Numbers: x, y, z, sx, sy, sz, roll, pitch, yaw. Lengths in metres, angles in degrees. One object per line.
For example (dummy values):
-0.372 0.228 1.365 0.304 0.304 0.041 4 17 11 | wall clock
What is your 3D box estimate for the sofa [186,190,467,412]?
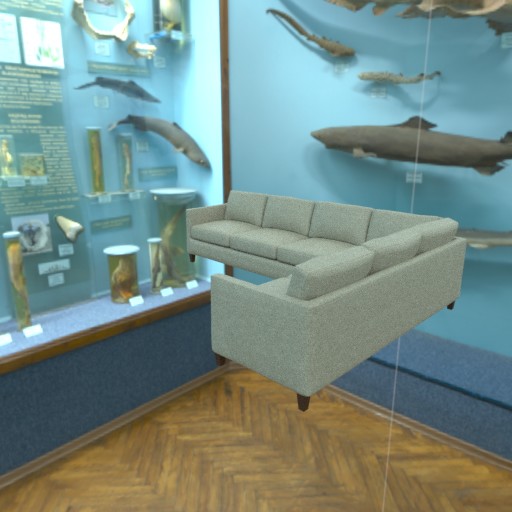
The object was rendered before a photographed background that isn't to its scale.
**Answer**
0.000 0.000 4.597 3.333 0.934 2.522 15 22 43 | sofa
